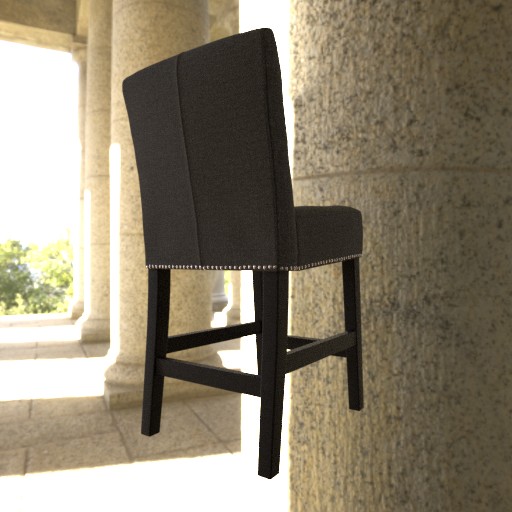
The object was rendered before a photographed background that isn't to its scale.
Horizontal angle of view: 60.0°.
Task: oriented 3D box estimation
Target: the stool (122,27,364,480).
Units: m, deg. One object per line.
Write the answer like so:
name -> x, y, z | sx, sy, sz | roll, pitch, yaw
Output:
stool -> 0.000, 0.000, 1.165 | 0.427, 0.885, 0.571 | 0, 0, 36
